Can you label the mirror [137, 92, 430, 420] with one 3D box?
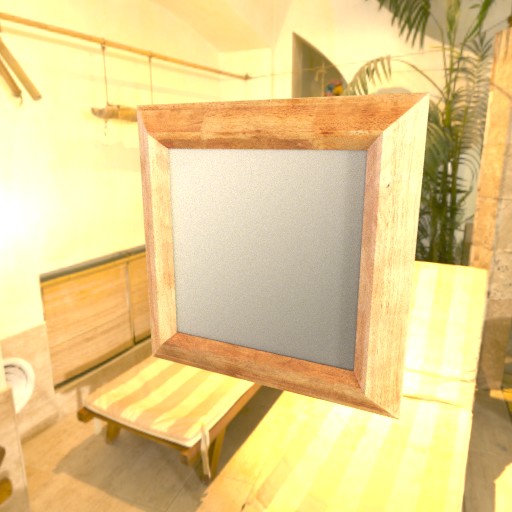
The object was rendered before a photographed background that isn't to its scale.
[{"bbox_3d":[0.000,0.000,0.970,0.651,0.651,0.047,7,16,25],"label":"mirror"}]
